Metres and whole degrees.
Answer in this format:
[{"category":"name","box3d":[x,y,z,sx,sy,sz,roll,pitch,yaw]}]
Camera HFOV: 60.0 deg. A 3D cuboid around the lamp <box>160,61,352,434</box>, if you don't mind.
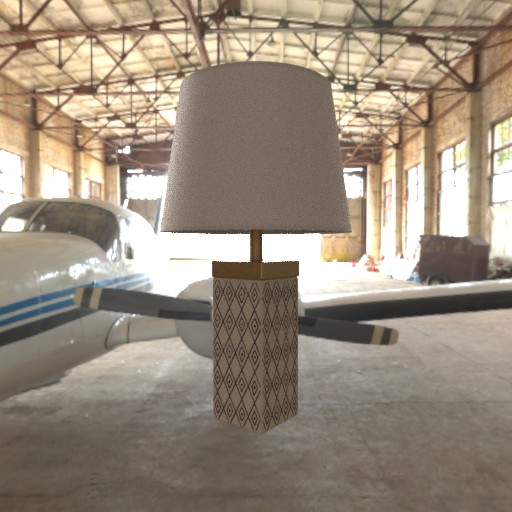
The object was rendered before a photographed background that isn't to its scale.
[{"category":"lamp","box3d":[0.000,0.000,0.593,0.251,0.435,0.251,0,1,0]}]
